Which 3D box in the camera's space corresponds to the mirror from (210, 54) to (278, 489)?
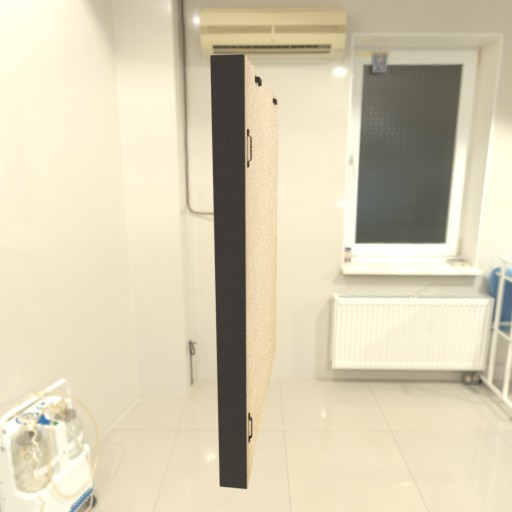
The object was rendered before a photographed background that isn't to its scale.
[{"bbox_3d":[0.000,0.000,0.697,0.041,0.508,0.405,2,13,7],"label":"mirror"}]
